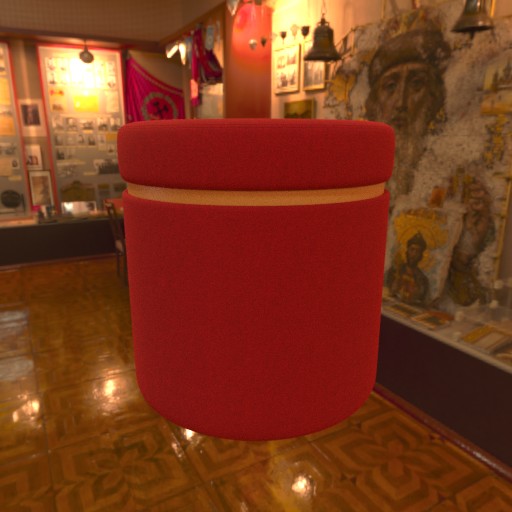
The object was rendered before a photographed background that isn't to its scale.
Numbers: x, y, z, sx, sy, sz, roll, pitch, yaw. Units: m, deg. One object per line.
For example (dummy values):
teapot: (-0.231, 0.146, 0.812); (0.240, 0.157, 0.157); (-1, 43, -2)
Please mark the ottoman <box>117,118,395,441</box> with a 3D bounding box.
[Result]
ottoman: (0.000, 0.000, 0.709); (0.400, 0.406, 0.400); (0, 15, 0)
